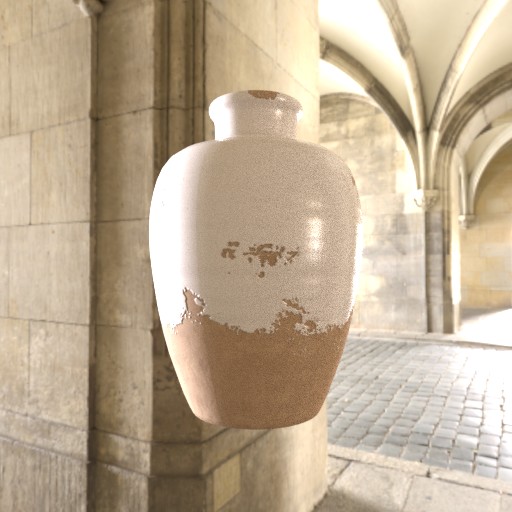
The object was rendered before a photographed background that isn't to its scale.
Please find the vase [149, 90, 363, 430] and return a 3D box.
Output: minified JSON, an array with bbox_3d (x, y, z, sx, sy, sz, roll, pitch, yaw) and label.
[{"bbox_3d":[0.000,0.000,0.337,0.158,0.228,0.158,0,-1,0],"label":"vase"}]
